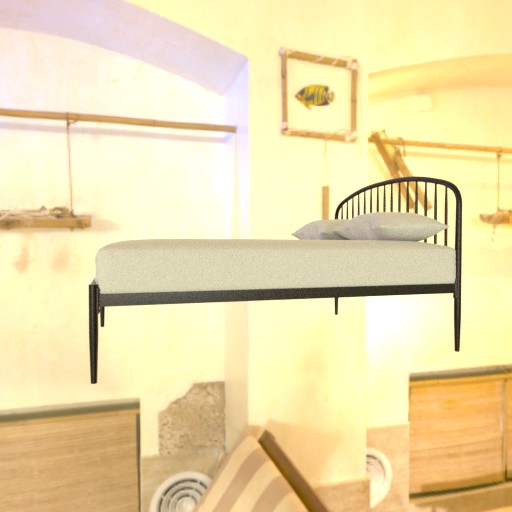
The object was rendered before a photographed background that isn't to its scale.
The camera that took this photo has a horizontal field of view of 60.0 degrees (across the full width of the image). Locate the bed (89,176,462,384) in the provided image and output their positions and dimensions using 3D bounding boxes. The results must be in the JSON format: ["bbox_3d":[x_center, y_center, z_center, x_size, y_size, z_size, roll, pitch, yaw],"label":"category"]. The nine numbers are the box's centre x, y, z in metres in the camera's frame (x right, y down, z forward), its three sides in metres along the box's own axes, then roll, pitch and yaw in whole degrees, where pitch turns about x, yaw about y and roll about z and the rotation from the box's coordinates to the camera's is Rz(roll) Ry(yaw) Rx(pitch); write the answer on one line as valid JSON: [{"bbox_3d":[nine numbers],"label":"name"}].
[{"bbox_3d":[0.000,0.000,3.164,2.159,1.166,1.618,0,1,-18],"label":"bed"}]
